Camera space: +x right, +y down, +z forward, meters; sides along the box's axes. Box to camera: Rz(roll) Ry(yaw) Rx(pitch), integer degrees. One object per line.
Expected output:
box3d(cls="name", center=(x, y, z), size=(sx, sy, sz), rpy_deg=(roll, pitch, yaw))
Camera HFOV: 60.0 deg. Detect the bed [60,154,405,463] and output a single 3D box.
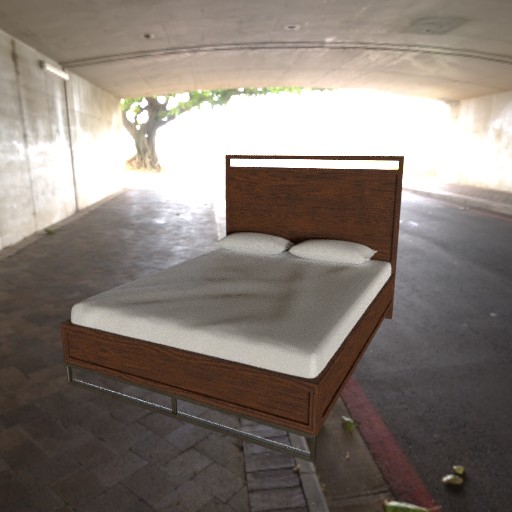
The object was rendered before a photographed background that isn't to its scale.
box3d(cls="bed", center=(0.000, 0.000, 3.406), size=(1.765, 1.487, 2.218), rpy_deg=(7, 15, 26))
